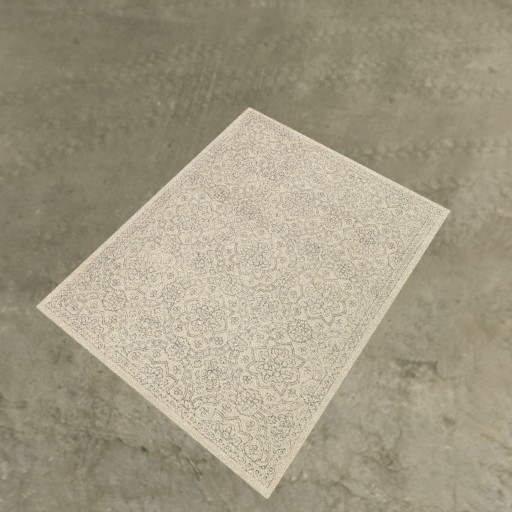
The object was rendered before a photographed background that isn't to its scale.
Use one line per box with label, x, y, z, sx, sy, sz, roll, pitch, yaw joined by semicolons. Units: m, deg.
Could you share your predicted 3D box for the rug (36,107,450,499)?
rug;0.000;0.000;4.049;2.441;0.015;3.050;32;65;17
